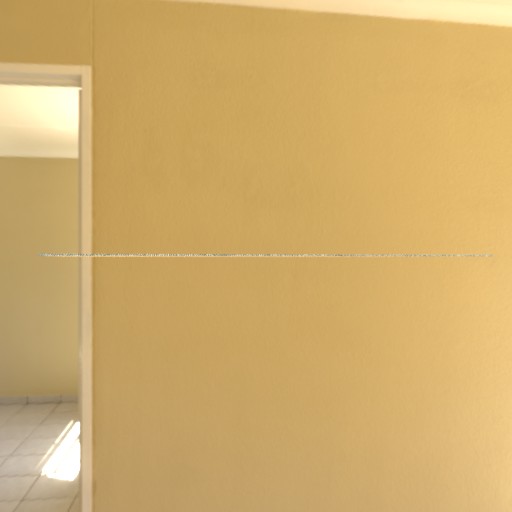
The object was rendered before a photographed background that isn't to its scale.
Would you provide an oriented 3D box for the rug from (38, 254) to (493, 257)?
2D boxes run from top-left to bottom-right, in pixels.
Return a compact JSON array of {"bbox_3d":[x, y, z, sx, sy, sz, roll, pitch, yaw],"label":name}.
[{"bbox_3d":[0.000,0.000,2.167,1.752,0.006,1.142,0,0,-17],"label":"rug"}]
